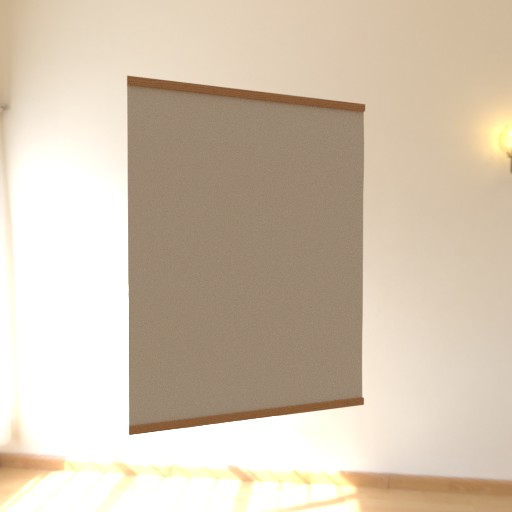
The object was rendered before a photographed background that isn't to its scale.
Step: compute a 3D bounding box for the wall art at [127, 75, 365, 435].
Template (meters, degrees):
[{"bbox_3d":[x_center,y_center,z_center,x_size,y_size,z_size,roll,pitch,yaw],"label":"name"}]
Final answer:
[{"bbox_3d":[0.000,0.000,0.825,0.458,0.605,0.011,0,1,-19],"label":"wall art"}]
